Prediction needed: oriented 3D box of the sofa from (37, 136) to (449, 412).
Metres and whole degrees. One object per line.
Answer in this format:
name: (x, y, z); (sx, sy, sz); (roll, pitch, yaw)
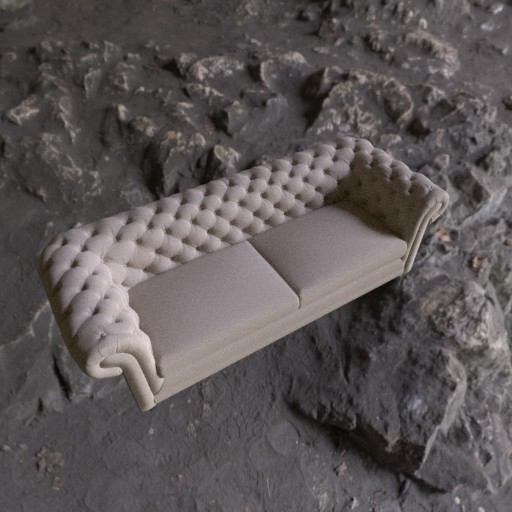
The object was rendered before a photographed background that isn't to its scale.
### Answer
sofa: (0.000, 0.000, 3.177); (2.694, 0.847, 1.076); (-23, 49, -22)
